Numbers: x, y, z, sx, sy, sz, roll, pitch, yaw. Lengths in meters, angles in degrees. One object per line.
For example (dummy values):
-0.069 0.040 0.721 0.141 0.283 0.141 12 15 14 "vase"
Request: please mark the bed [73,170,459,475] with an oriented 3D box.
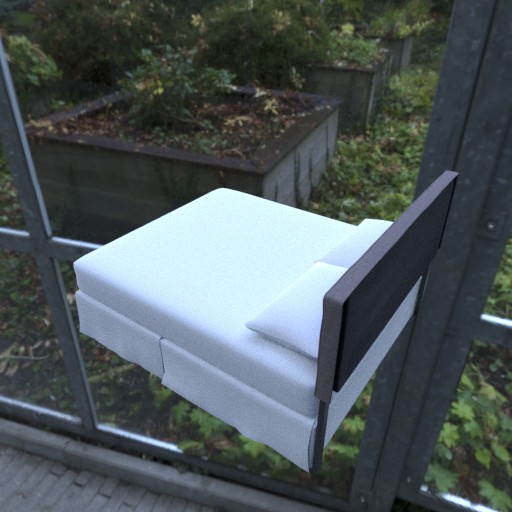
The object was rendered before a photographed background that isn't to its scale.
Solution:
0.000 0.000 2.860 1.894 1.089 1.610 21 37 30 "bed"
